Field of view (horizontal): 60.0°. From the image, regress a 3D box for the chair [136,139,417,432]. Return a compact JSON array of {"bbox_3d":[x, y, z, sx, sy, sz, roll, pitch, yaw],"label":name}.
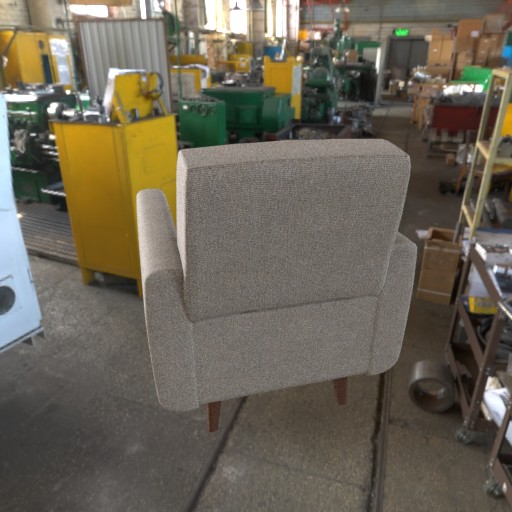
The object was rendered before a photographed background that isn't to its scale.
[{"bbox_3d":[0.000,0.000,1.674,0.845,0.968,0.942,-7,26,-14],"label":"chair"}]
